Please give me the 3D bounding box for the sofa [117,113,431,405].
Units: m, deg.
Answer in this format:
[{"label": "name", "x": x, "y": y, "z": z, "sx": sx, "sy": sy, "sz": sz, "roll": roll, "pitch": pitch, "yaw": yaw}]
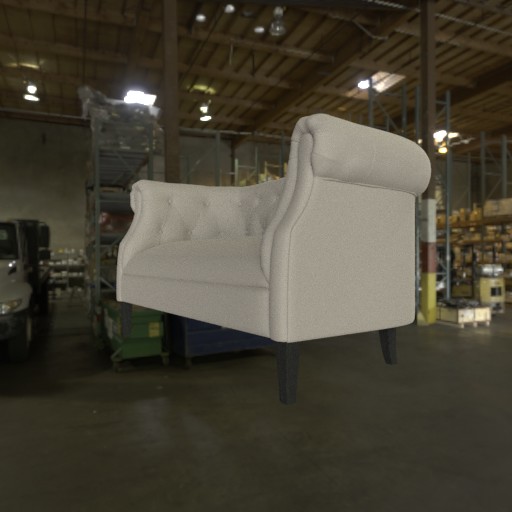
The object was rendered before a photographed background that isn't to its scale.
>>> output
[{"label": "sofa", "x": 0.000, "y": 0.000, "z": 2.003, "sx": 0.835, "sy": 0.827, "sz": 1.558, "roll": 0, "pitch": 0, "yaw": -35}]
